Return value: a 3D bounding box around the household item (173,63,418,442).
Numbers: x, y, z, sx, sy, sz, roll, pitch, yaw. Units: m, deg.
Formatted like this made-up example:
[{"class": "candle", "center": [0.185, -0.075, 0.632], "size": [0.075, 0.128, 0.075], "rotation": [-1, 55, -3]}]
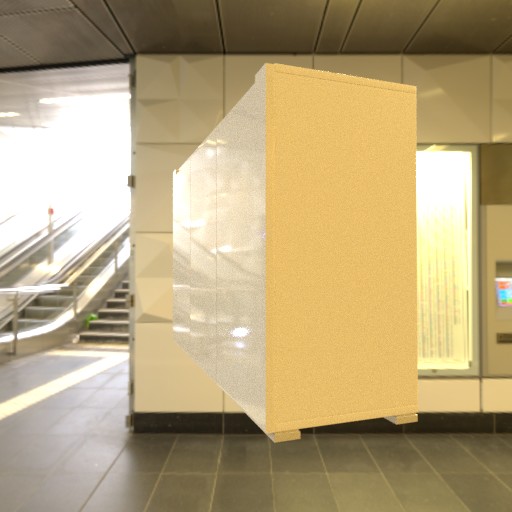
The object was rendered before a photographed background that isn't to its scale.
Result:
[{"class": "household item", "center": [0.000, 0.000, 1.688], "size": [0.420, 0.867, 1.300], "rotation": [0, -1, -20]}]
